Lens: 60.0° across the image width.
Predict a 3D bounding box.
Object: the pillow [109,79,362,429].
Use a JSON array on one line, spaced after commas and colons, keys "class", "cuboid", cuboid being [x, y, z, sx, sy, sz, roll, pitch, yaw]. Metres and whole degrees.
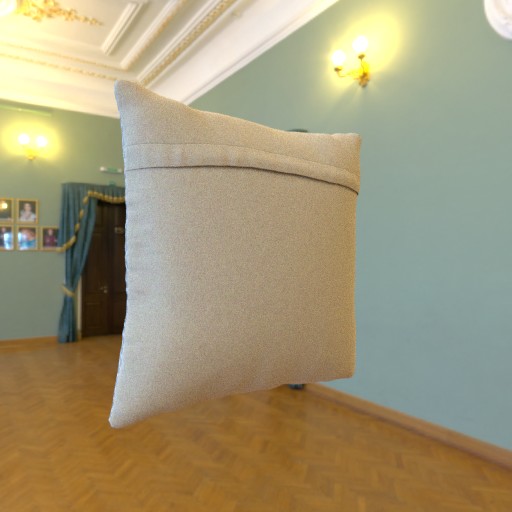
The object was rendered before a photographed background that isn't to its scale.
[{"class": "pillow", "cuboid": [0.000, 0.000, 0.708, 0.459, 0.458, 0.181, 0, -1, -35]}]
